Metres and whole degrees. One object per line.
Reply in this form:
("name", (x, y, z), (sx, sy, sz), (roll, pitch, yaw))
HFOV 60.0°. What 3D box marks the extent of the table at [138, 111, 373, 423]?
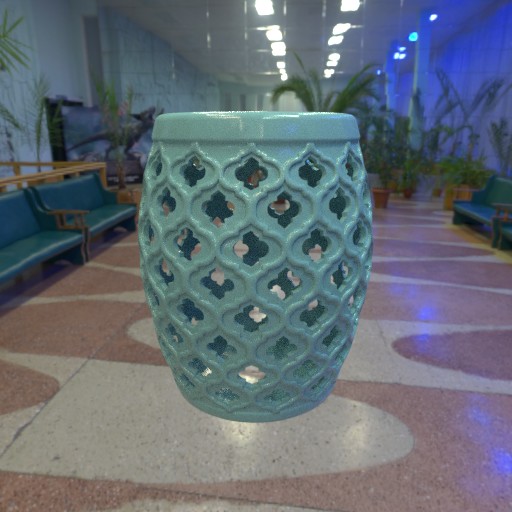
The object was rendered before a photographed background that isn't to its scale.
("table", (0.000, 0.000, 0.640), (0.325, 0.388, 0.325), (0, 16, 0))
